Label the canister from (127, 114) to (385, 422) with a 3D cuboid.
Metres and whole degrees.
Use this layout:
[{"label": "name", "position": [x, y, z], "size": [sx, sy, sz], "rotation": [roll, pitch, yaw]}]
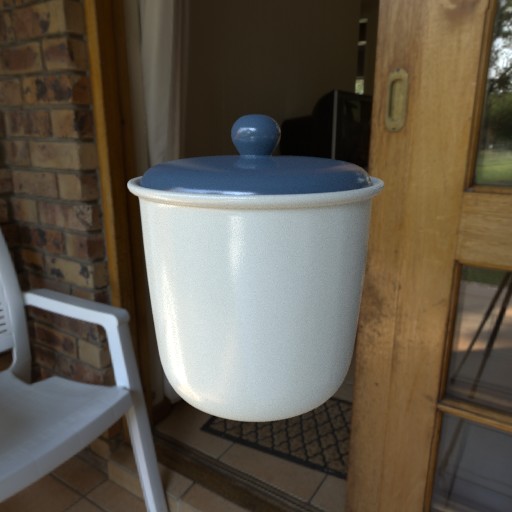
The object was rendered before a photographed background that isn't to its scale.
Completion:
[{"label": "canister", "position": [0.000, 0.000, 0.341], "size": [0.182, 0.208, 0.182], "rotation": [0, 16, 0]}]
